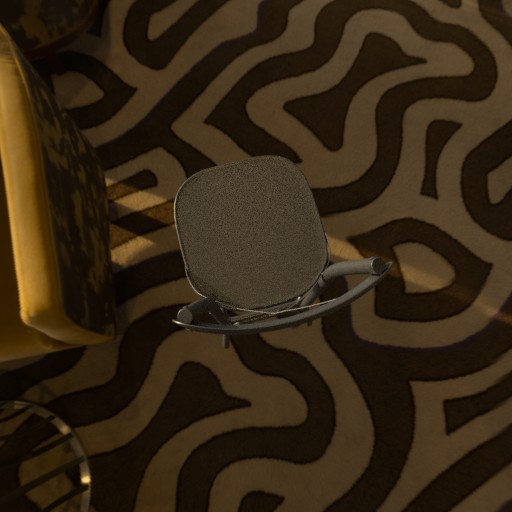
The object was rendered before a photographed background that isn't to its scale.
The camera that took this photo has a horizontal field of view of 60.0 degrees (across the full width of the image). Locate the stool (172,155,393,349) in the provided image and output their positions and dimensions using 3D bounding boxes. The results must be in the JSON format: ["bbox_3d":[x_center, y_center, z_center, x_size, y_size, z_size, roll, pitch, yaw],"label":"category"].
[{"bbox_3d":[0.000,0.000,1.463,0.457,1.168,0.584,-15,76,-4],"label":"stool"}]
